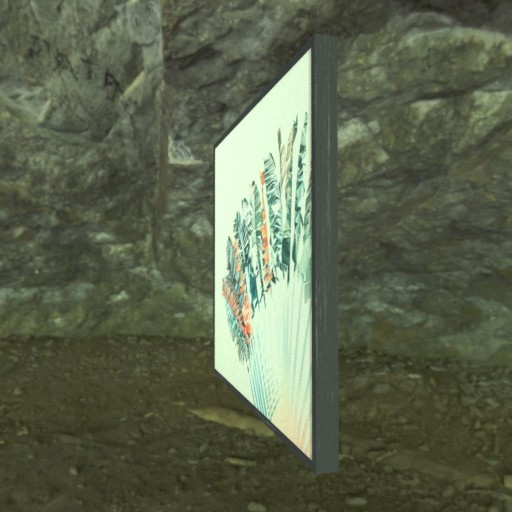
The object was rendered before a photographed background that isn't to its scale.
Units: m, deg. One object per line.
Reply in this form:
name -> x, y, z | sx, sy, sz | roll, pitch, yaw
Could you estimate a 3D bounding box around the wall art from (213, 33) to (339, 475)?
wall art -> 0.000, 0.000, 1.128 | 0.043, 0.758, 0.762 | 0, -1, -19
